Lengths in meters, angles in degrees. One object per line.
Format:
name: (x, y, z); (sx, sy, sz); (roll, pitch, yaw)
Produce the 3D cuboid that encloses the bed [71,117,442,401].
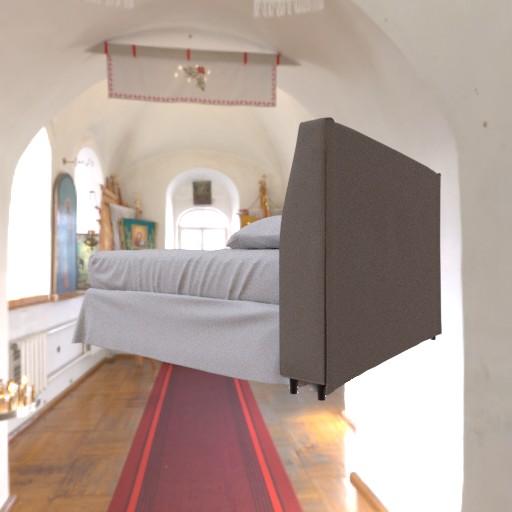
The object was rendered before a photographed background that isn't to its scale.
bed: (0.000, 0.000, 3.444); (2.276, 1.332, 1.925); (0, 1, 37)
